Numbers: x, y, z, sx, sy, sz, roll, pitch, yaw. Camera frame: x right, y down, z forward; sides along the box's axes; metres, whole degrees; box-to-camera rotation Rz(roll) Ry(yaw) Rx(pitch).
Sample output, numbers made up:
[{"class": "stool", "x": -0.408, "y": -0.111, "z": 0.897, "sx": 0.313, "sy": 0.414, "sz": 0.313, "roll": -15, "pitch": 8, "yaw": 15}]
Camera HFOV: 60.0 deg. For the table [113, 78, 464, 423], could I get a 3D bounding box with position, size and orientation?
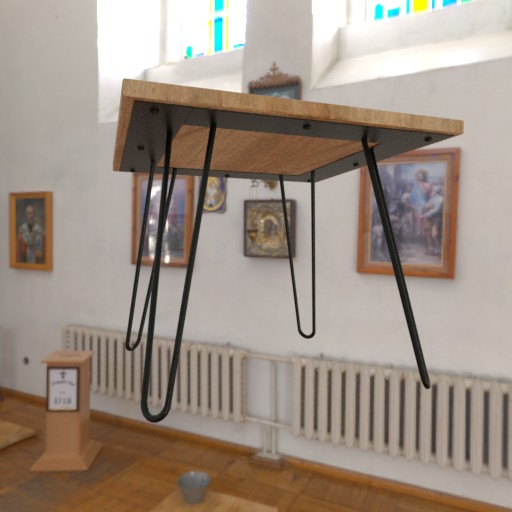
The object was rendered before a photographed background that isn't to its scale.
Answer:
[{"class": "table", "x": 0.000, "y": 0.000, "z": 0.997, "sx": 0.599, "sy": 0.500, "sz": 0.599, "roll": 0, "pitch": 0, "yaw": -19}]
